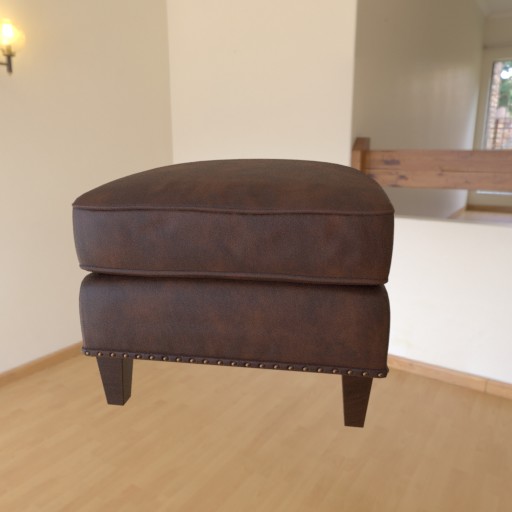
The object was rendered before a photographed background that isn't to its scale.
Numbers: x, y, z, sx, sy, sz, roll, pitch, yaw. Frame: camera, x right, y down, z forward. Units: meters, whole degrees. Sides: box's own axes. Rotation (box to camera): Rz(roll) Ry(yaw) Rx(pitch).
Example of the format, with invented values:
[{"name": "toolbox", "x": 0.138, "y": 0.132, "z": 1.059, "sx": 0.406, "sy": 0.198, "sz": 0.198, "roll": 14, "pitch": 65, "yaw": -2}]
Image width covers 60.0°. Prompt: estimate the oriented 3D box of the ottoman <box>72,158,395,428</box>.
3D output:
[{"name": "ottoman", "x": 0.000, "y": 0.000, "z": 1.135, "sx": 0.586, "sy": 0.486, "sz": 0.742, "roll": 2, "pitch": 14, "yaw": 9}]
